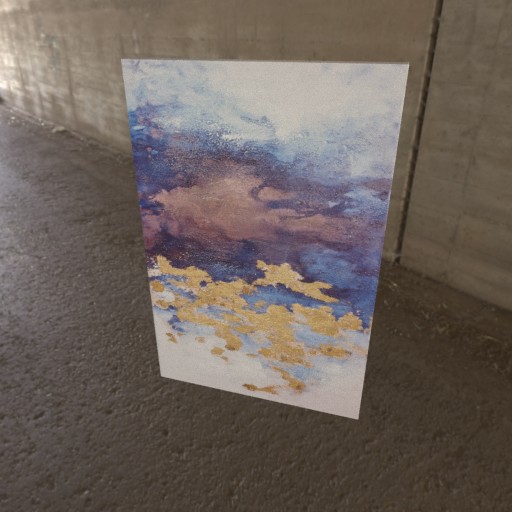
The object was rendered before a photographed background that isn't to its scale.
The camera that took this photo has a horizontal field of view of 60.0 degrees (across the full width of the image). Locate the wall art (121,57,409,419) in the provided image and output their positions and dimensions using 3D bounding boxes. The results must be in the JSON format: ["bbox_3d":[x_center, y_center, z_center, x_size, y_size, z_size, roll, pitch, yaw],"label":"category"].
[{"bbox_3d":[0.000,0.000,1.082,0.583,0.874,0.048,8,28,15],"label":"wall art"}]
